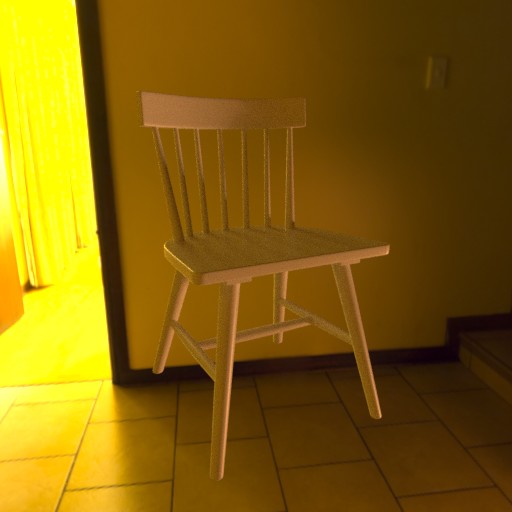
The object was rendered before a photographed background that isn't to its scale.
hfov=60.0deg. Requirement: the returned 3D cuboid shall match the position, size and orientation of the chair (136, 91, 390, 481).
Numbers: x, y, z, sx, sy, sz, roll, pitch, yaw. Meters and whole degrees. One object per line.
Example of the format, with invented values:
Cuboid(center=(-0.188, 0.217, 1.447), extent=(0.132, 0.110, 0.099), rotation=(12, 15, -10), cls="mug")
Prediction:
Cuboid(center=(0.000, 0.000, 1.118), extent=(0.483, 0.787, 0.500), rotation=(-8, 18, -27), cls="chair")
